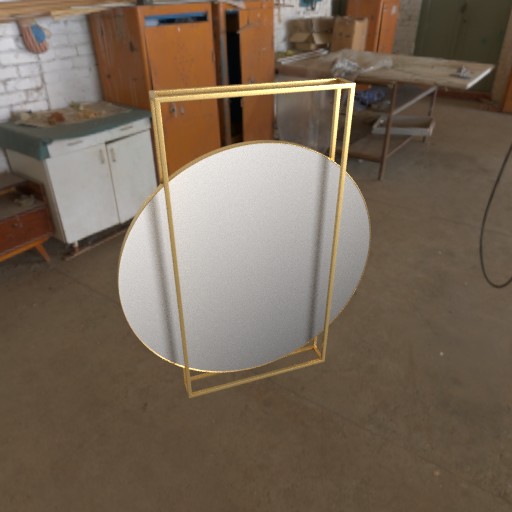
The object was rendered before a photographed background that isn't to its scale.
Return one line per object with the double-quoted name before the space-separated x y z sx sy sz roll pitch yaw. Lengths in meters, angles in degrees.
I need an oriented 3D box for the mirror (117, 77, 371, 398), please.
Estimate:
"mirror" 0.000 0.000 0.830 0.508 0.603 0.051 -11 33 -17
